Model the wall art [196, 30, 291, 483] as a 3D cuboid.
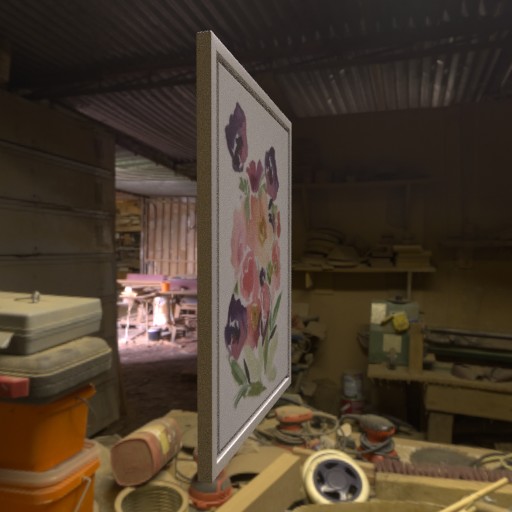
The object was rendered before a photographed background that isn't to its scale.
[{"bbox_3d":[0.000,0.000,1.421,0.042,1.056,0.805,0,1,18],"label":"wall art"}]
